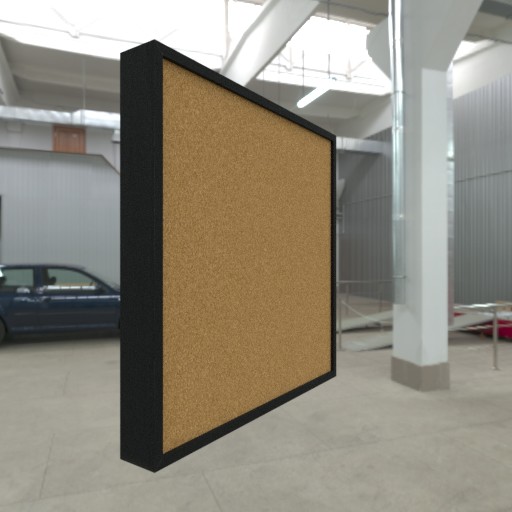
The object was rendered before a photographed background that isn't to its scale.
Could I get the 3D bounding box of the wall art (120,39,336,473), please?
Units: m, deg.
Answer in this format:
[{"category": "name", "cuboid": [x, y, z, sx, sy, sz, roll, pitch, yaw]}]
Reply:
[{"category": "wall art", "cuboid": [0.000, 0.000, 0.448, 0.037, 0.305, 0.305, 0, 0, 35]}]
